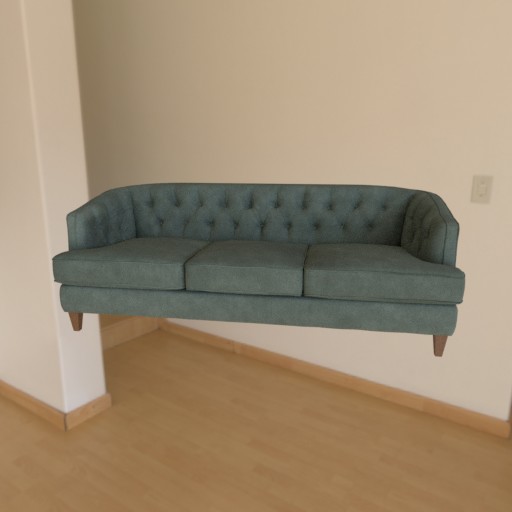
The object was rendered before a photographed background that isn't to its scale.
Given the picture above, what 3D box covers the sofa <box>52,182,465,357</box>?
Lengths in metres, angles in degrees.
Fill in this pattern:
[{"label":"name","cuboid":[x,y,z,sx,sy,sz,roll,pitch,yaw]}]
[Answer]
[{"label":"sofa","cuboid":[0.000,0.000,2.799,2.278,0.855,0.941,2,13,9]}]
